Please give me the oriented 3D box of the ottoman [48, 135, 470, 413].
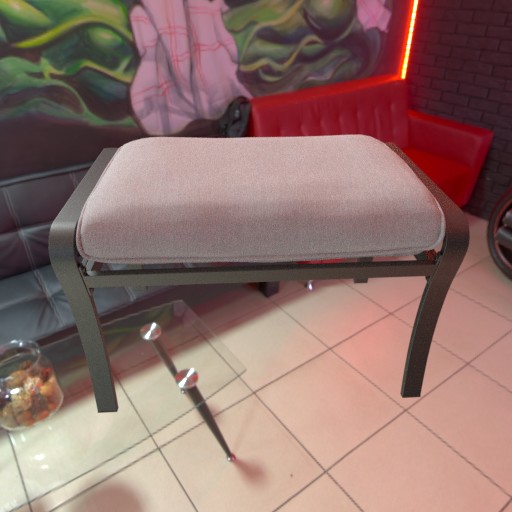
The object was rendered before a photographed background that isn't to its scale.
[{"bbox_3d":[0.000,0.000,0.886,0.610,0.422,0.406,-2,32,-3],"label":"ottoman"}]
